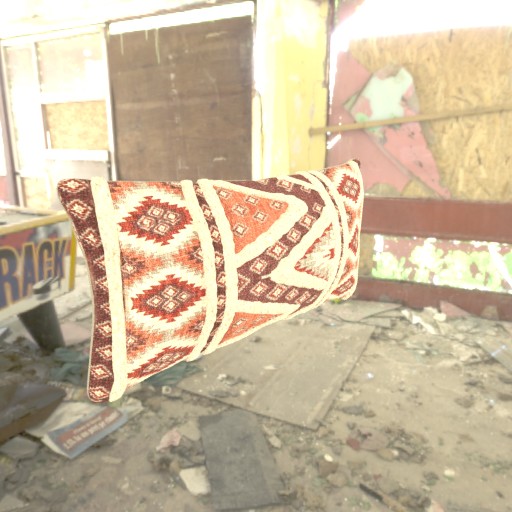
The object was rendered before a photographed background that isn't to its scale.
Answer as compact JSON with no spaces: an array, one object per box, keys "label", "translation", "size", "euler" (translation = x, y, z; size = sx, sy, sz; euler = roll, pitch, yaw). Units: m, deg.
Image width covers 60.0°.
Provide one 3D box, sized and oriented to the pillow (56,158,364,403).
[{"label":"pillow","translation":[0.000,0.000,0.724],"size":[0.161,0.295,0.608],"euler":[14,20,43]}]
